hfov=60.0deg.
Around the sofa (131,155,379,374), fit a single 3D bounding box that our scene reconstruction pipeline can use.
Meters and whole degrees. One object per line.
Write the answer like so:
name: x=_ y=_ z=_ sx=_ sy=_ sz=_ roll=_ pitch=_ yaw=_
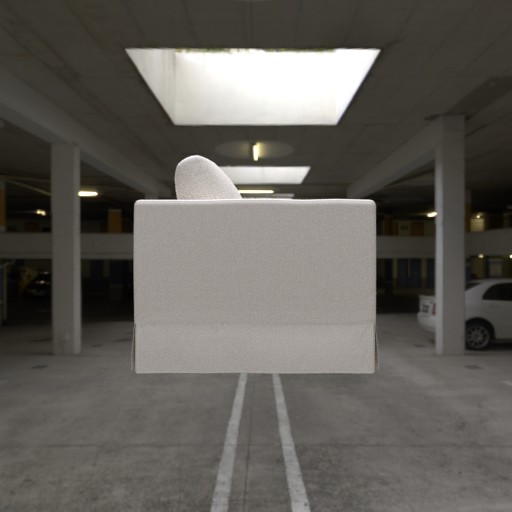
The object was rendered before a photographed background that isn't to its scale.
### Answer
sofa: x=0.000 y=0.000 z=2.754 sx=0.954 sy=0.881 sz=2.163 roll=0 pitch=0 yaw=0
